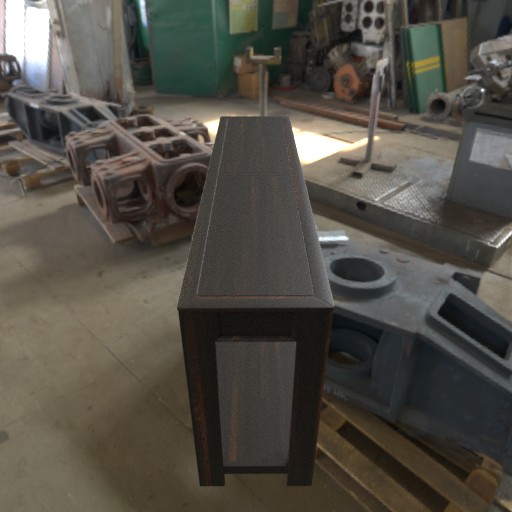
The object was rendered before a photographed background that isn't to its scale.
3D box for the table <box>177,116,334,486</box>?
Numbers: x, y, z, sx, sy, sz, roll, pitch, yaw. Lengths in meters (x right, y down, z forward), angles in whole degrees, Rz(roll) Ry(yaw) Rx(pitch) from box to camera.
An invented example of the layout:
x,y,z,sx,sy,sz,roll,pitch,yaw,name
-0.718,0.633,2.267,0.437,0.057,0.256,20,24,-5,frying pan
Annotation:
x,y,z,sx,sy,sz,roll,pitch,yaw,name
0.000,0.000,1.940,0.384,0.762,1.631,0,33,0,table
